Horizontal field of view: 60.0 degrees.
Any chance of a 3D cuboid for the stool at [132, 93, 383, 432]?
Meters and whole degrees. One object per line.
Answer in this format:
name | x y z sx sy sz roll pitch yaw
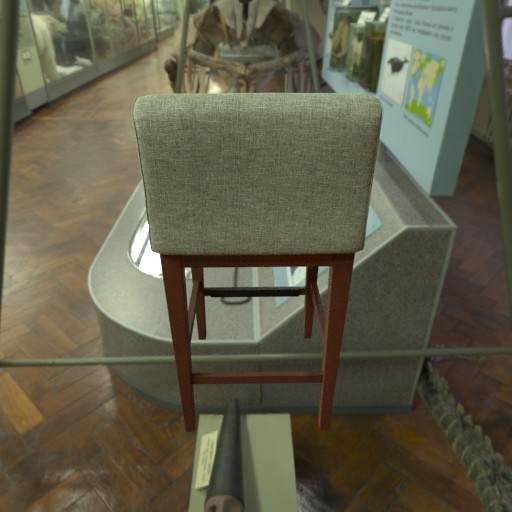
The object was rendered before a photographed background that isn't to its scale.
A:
stool | 0.000 0.000 1.106 0.417 0.835 0.459 -1 30 -1
